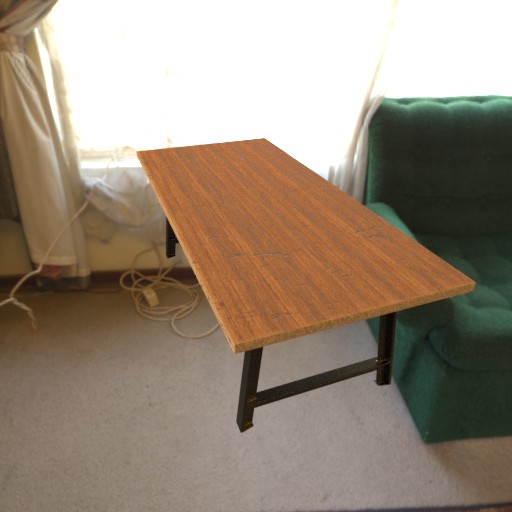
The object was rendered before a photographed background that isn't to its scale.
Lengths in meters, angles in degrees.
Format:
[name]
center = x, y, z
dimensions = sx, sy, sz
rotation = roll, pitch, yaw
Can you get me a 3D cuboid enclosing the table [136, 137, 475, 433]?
[table]
center = 0.000, 0.000, 2.655
dimensions = 1.000, 0.757, 2.200
rotation = -11, 32, -18
